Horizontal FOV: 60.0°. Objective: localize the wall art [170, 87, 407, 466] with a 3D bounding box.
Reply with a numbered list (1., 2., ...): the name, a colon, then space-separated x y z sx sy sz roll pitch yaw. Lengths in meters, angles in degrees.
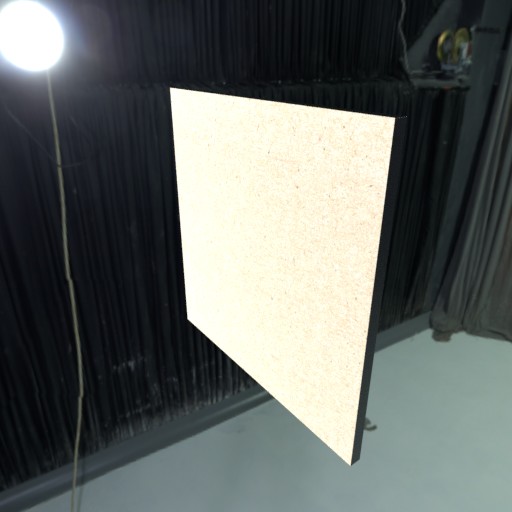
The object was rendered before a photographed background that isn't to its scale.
1. wall art: 0.000 0.000 1.150 0.031 0.775 0.773 -17 30 -33
